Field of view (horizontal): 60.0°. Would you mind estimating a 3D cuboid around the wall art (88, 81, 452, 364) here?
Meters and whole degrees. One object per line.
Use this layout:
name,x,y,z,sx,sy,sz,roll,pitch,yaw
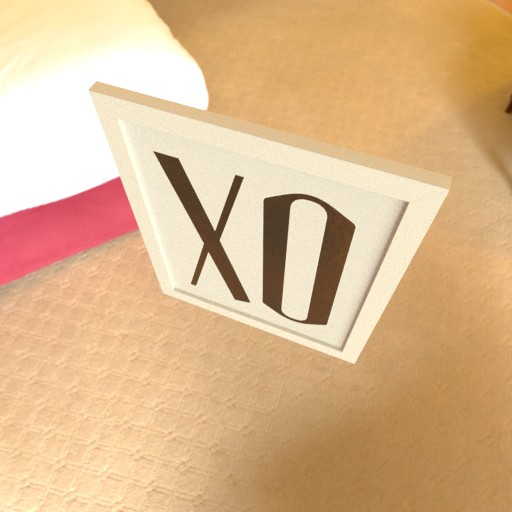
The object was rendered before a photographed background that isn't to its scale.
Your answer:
wall art,0.000,0.000,0.738,0.444,0.536,0.020,19,59,12
